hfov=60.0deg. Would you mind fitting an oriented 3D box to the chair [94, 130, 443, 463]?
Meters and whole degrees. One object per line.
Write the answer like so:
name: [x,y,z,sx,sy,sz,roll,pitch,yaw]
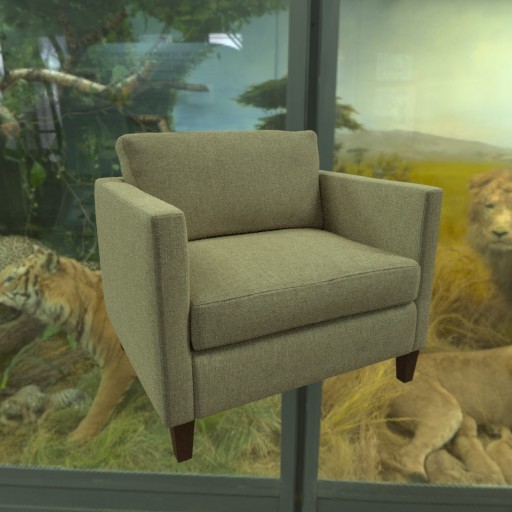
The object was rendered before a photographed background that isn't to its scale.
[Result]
chair: [0.000,0.000,1.815,1.107,0.987,0.959,-8,18,-27]
